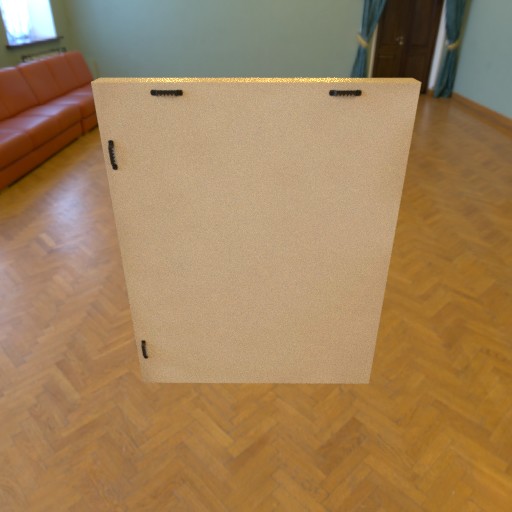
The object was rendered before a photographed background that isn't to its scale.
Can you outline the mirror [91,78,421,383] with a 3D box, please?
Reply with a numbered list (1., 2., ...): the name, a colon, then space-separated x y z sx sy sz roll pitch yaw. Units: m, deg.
1. mirror: 0.000 0.000 0.683 0.406 0.509 0.041 0 30 0
